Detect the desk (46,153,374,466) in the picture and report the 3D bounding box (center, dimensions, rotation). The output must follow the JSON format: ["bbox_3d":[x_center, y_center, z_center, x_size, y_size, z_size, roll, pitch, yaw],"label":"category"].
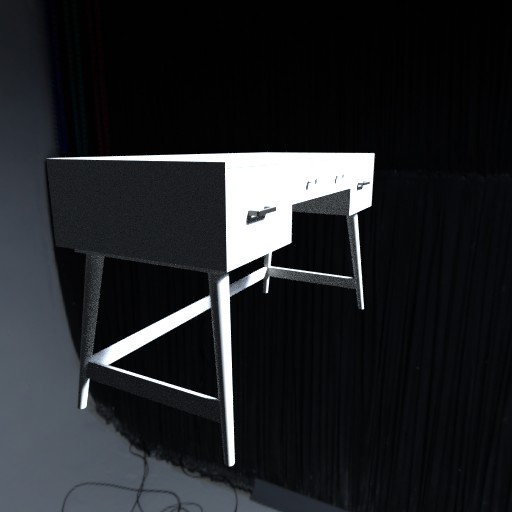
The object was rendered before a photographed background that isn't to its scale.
[{"bbox_3d":[0.000,0.000,1.720,0.589,0.762,1.313,7,16,27],"label":"desk"}]
